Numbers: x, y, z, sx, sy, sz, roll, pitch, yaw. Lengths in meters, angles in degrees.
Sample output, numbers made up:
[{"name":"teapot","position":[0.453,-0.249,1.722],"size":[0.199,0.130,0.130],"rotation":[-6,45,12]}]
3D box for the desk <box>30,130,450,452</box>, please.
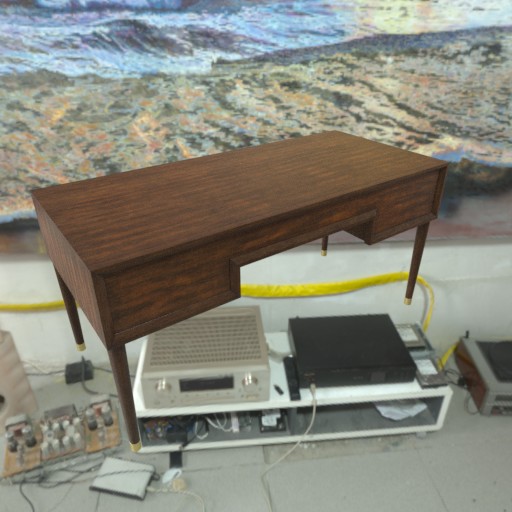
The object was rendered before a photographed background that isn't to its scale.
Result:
[{"name":"desk","position":[0.000,0.000,1.993],"size":[1.575,0.762,0.724],"rotation":[-19,35,-30]}]
